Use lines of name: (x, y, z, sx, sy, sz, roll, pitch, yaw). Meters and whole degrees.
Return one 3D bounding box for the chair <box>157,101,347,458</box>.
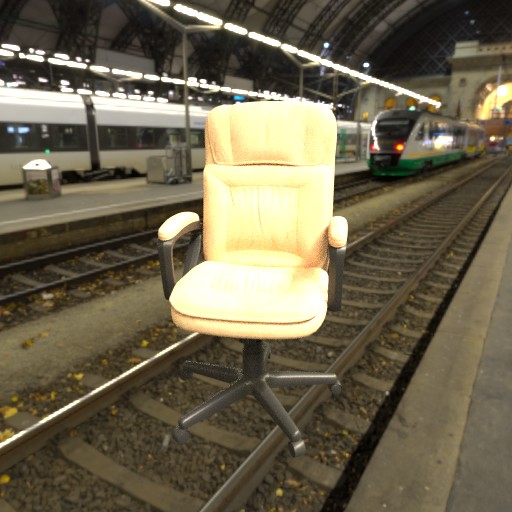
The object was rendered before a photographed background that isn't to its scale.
chair: (0.000, 0.000, 1.598, 0.667, 1.105, 0.724, 3, 15, 10)
